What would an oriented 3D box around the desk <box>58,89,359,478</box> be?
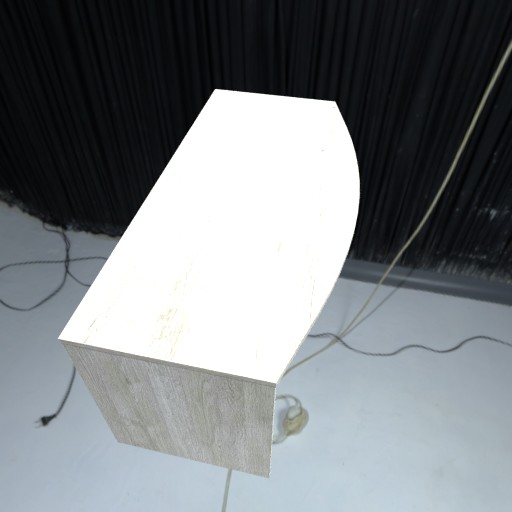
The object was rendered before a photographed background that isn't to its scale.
[{"bbox_3d":[0.000,0.000,2.020,0.802,0.752,1.600,9,47,9],"label":"desk"}]
